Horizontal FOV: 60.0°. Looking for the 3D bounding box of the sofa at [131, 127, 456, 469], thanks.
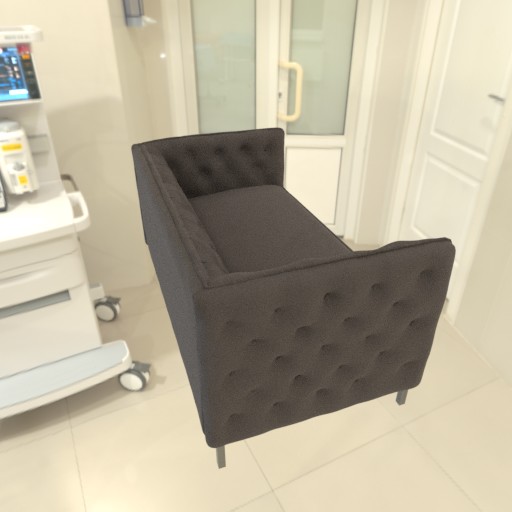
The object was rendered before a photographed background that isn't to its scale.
[{"bbox_3d":[0.000,0.000,2.130,0.909,0.810,1.583,-11,33,-17],"label":"sofa"}]
